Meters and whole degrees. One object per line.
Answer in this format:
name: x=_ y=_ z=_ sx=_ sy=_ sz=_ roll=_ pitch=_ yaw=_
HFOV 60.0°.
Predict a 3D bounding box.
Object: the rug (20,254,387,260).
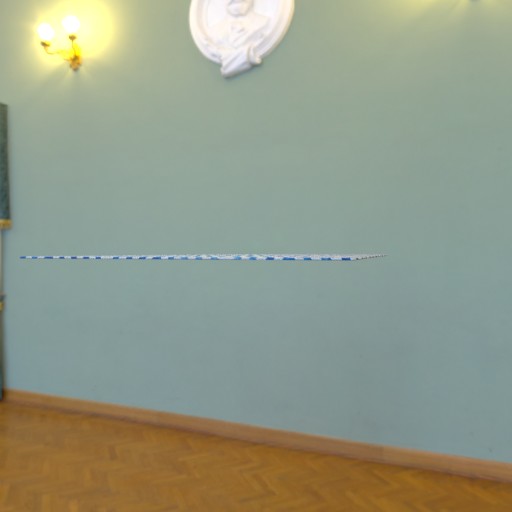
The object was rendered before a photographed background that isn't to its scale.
rug: x=0.000 y=0.000 z=2.304 sx=1.225 sy=0.008 sz=1.830 roll=0 pitch=1 yaw=19
